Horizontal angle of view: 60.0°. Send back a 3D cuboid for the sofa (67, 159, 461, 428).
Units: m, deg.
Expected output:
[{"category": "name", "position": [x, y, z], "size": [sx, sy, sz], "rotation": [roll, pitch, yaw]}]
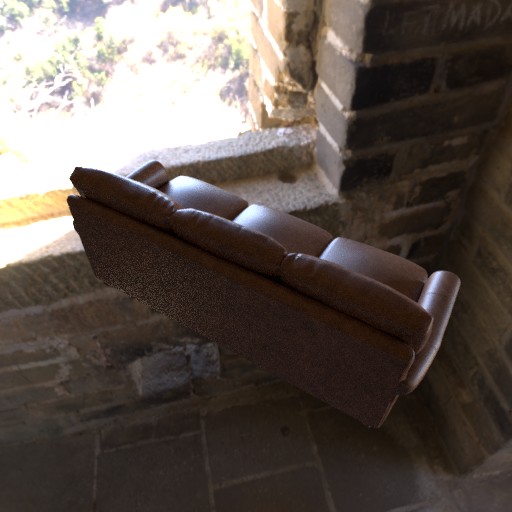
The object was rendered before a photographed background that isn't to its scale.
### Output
[{"category": "sofa", "position": [0.000, 0.000, 2.821], "size": [2.351, 0.977, 0.973], "rotation": [24, 50, 21]}]
